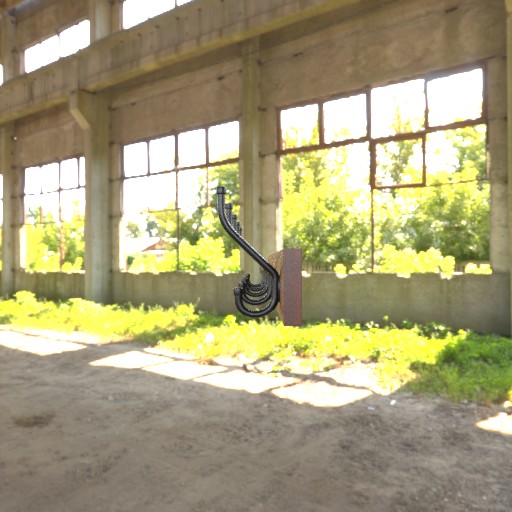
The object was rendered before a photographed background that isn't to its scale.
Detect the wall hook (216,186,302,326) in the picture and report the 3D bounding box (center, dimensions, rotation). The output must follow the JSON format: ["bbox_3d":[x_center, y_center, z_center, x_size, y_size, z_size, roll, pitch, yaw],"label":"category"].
[{"bbox_3d":[0.000,0.000,0.625,0.071,0.117,0.571,0,-1,0],"label":"wall hook"}]
